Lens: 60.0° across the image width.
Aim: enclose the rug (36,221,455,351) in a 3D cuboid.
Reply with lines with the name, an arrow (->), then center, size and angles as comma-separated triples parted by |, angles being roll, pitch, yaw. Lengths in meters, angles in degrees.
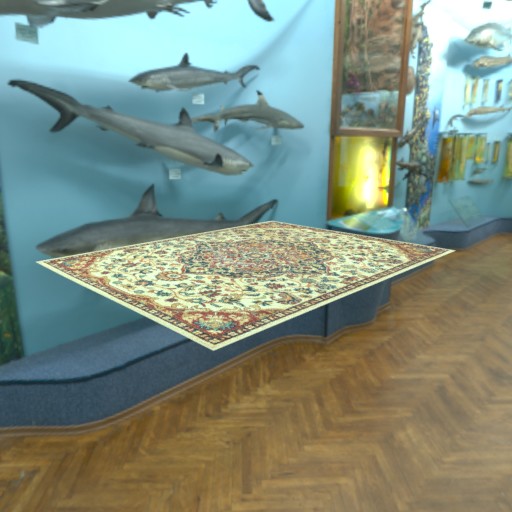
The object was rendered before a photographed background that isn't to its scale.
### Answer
rug -> 0.000, 0.000, 4.125 | 2.454, 0.005, 3.067 | 14, 20, 43
